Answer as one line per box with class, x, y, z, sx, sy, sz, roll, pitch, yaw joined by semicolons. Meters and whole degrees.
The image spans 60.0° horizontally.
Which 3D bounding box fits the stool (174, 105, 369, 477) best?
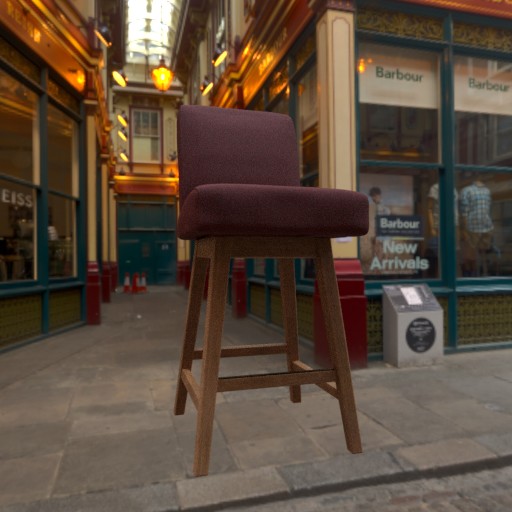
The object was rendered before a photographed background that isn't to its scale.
stool;0.000;0.000;1.332;0.468;1.038;0.562;0;0;-17
